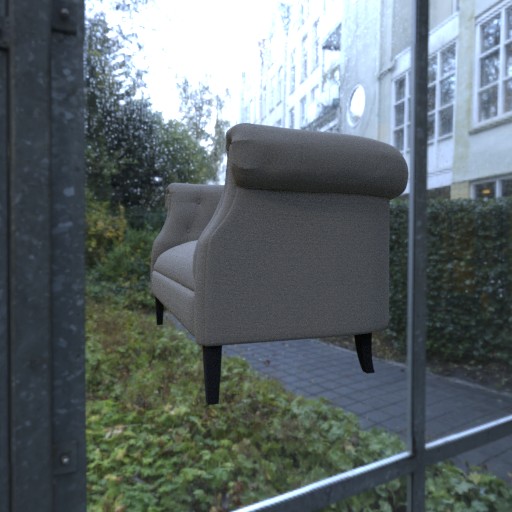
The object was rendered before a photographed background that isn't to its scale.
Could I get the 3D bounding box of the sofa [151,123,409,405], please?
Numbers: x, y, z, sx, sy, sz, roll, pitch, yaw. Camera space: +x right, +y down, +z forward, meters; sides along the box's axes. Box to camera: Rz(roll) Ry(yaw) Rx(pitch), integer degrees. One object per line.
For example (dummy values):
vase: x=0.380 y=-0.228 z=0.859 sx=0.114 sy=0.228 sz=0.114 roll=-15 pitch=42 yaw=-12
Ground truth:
sofa: x=0.000 y=0.000 z=2.050 sx=0.835 sy=0.827 sz=1.558 roll=-1 pitch=2 yaw=-19
